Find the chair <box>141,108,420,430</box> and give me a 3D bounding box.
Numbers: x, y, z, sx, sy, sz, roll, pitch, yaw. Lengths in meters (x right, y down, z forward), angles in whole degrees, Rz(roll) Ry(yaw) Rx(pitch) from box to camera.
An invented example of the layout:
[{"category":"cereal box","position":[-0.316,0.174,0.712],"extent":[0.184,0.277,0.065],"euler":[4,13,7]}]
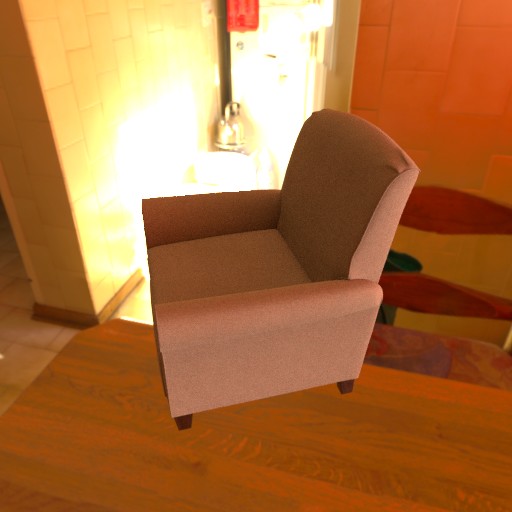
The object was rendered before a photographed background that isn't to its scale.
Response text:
[{"category":"chair","position":[0.000,0.000,1.840],"extent":[0.905,1.061,0.978],"euler":[-8,33,-13]}]
